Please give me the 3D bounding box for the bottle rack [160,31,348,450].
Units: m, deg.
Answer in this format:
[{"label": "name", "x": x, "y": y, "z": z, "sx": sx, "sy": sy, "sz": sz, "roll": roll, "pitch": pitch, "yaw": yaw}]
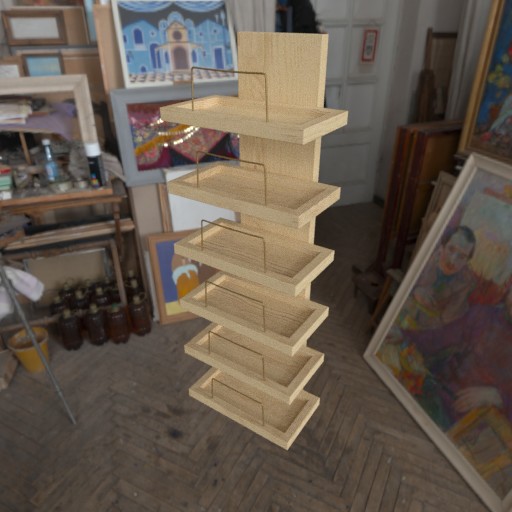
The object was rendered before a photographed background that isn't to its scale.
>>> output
[{"label": "bottle rack", "x": 0.000, "y": 0.000, "z": 1.056, "sx": 0.330, "sy": 0.943, "sz": 0.206, "roll": 18, "pitch": 34, "yaw": 29}]
